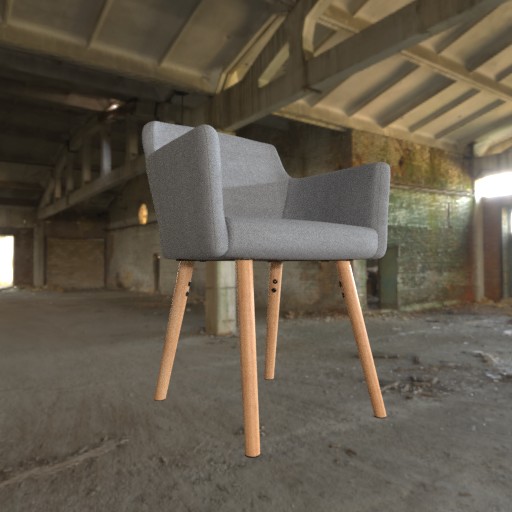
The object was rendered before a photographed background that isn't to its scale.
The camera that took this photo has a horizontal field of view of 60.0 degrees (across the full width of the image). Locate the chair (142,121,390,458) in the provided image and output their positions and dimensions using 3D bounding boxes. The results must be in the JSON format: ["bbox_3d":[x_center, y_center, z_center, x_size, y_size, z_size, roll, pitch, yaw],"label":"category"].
[{"bbox_3d":[0.000,0.000,1.178,0.570,0.780,0.540,1,-2,-36],"label":"chair"}]
